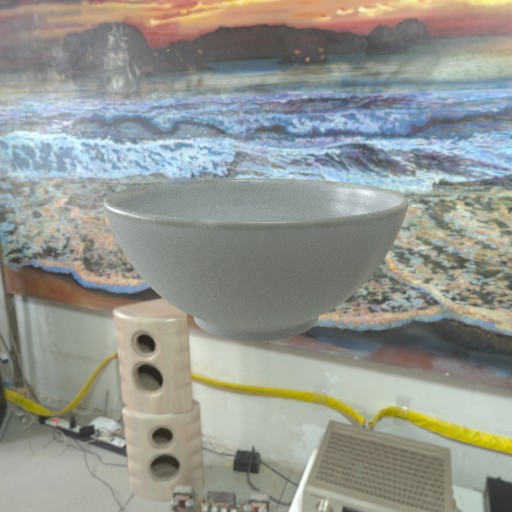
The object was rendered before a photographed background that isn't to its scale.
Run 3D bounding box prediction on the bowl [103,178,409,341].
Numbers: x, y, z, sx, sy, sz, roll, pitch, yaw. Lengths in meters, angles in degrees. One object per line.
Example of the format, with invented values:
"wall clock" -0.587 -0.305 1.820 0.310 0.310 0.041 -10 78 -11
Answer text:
"bowl" 0.000 0.000 0.426 0.268 0.121 0.268 0 16 0
